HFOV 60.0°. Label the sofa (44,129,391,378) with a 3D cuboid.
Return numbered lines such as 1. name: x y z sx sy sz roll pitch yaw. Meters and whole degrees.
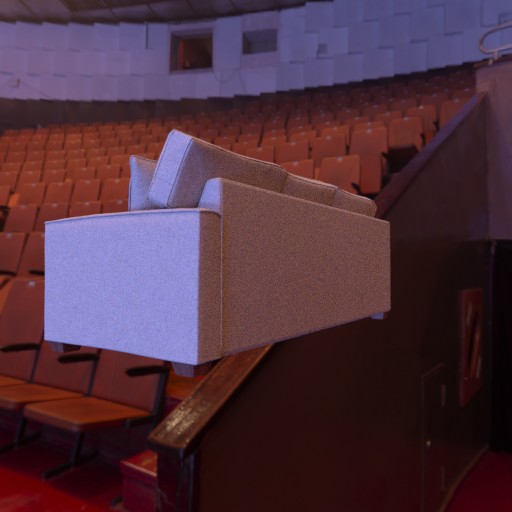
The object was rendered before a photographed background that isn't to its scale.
1. sofa: 0.000 0.000 2.853 1.061 0.962 2.317 -1 -1 34
